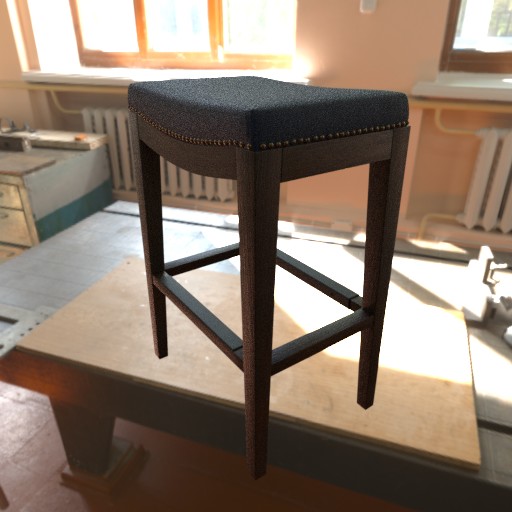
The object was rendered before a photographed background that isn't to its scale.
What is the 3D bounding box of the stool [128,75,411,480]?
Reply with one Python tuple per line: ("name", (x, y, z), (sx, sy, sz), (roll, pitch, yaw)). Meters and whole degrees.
("stool", (0.000, 0.000, 1.022), (0.358, 0.740, 0.498), (-18, 31, -31))
